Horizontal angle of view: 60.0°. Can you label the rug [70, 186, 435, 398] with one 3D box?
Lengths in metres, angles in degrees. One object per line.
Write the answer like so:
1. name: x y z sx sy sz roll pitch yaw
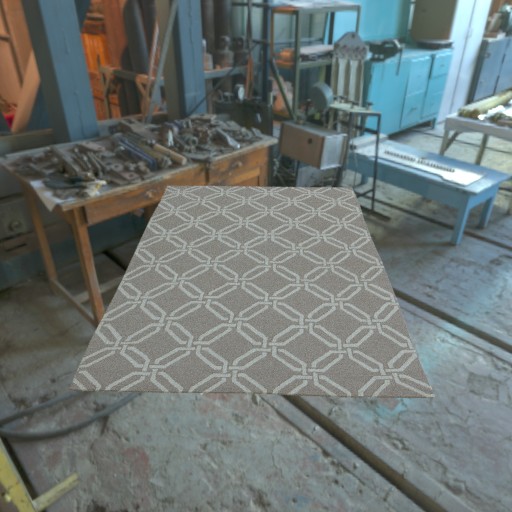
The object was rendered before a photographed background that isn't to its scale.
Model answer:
1. rug: 0.000 0.000 2.719 1.524 0.013 2.135 1 32 1
